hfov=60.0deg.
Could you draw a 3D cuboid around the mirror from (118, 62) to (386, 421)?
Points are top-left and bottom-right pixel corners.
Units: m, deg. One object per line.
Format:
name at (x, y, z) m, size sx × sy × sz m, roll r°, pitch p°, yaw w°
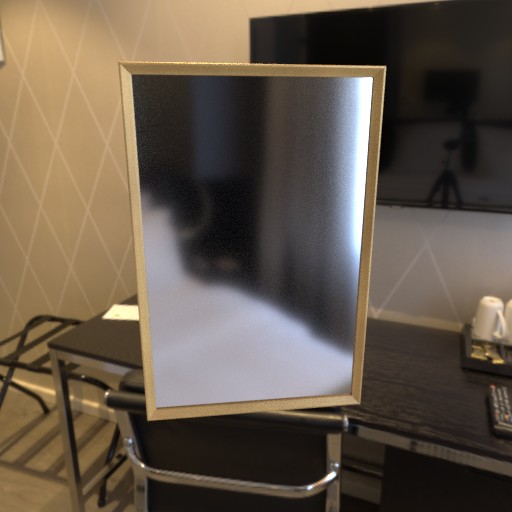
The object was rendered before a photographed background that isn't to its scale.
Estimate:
mirror at (0.000, 0.000, 1.148) m, size 0.609 × 0.915 × 0.041 m, roll -2°, pitch 17°, yaw -7°
